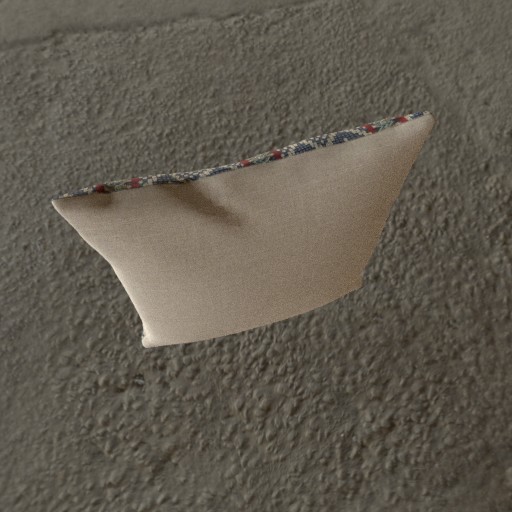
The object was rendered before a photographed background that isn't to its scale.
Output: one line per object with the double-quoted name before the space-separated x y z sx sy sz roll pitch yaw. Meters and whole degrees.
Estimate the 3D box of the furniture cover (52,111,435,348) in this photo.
"furniture cover" 0.000 0.000 0.659 0.431 0.431 0.139 -15 61 -8
